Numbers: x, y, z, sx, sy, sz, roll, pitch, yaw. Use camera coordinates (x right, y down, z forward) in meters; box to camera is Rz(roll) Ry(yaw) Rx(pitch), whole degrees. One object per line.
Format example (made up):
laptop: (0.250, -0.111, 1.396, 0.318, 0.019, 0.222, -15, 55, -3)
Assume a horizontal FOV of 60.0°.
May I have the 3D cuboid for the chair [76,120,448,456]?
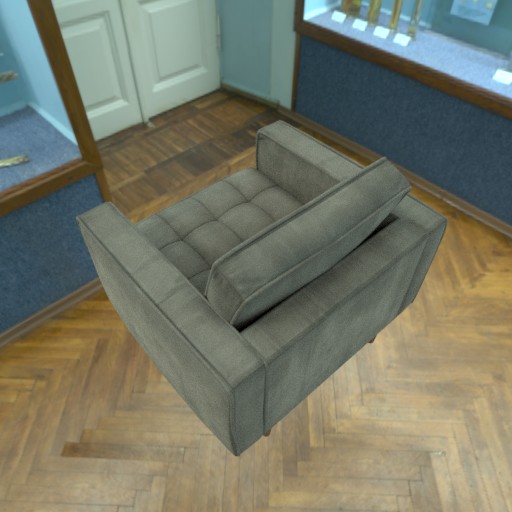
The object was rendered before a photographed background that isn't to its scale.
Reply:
chair: (0.000, 0.000, 1.538, 0.928, 0.773, 0.843, -33, 55, -26)
